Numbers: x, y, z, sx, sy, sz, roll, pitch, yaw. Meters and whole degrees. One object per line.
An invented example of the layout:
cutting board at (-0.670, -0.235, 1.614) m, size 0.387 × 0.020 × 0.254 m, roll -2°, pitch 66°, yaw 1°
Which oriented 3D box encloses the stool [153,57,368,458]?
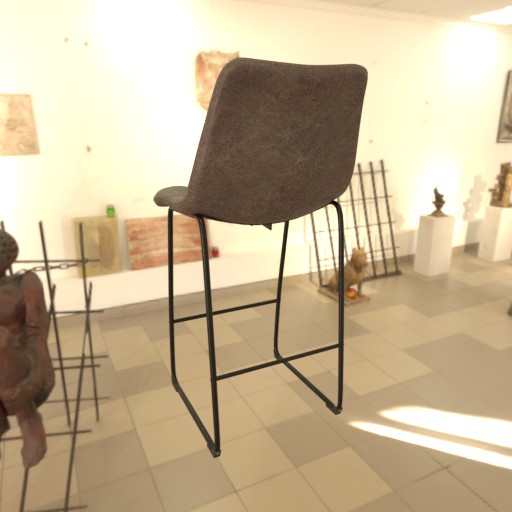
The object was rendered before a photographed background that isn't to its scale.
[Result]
stool at (0.000, 0.000, 1.397) m, size 0.514 × 1.082 × 0.561 m, roll -9°, pitch 19°, yaw -26°
